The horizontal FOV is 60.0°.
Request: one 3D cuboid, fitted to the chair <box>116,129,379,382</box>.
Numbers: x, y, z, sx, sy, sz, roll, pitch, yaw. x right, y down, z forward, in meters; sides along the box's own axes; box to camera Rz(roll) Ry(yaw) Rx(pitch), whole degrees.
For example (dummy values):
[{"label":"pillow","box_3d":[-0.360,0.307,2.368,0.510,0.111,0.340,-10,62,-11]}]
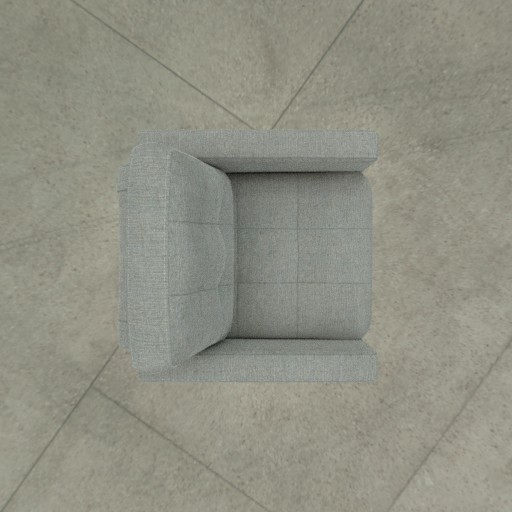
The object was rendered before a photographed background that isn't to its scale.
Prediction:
[{"label":"chair","box_3d":[0.000,0.000,1.554,0.843,0.880,0.821,0,91,0]}]
